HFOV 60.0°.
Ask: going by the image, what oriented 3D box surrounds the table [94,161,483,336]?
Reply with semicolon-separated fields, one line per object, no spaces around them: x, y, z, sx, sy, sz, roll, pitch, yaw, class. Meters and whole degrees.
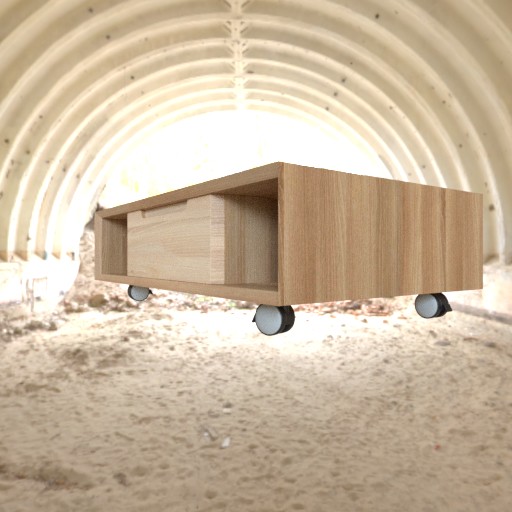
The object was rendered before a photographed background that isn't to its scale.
0.000;0.000;1.424;0.700;0.330;1.100;0;0;-36;table
